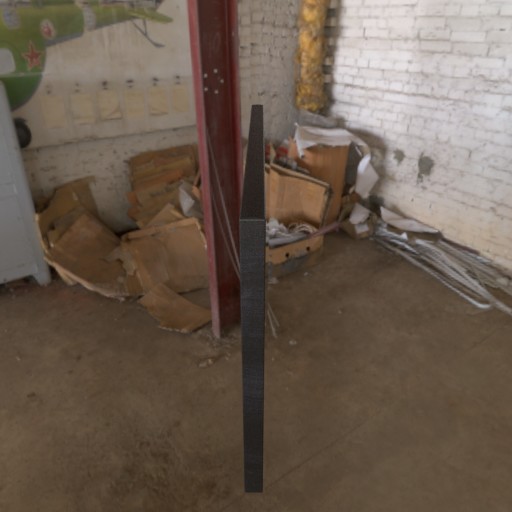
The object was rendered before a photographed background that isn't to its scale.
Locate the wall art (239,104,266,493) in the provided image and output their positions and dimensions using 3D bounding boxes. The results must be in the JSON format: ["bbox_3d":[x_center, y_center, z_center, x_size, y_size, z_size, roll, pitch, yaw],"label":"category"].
[{"bbox_3d":[0.000,0.000,1.162,0.038,0.612,0.912,0,28,1],"label":"wall art"}]
